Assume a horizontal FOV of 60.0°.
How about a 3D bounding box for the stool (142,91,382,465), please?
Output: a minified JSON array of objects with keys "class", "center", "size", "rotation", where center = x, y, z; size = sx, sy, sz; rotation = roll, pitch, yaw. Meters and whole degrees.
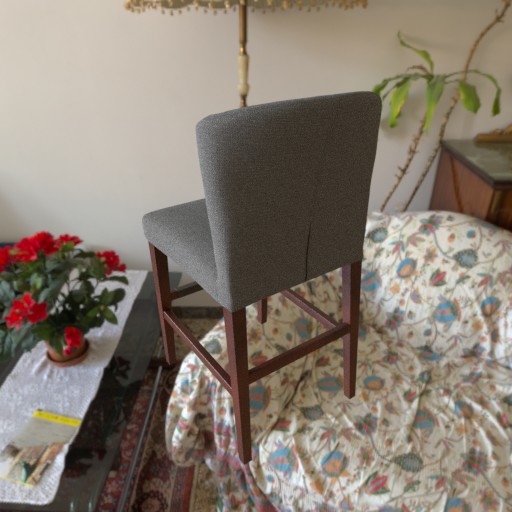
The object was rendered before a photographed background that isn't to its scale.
[{"class":"stool","center":[0.000,0.000,1.298],"size":[0.479,0.968,0.568],"rotation":[-19,34,-30]}]
